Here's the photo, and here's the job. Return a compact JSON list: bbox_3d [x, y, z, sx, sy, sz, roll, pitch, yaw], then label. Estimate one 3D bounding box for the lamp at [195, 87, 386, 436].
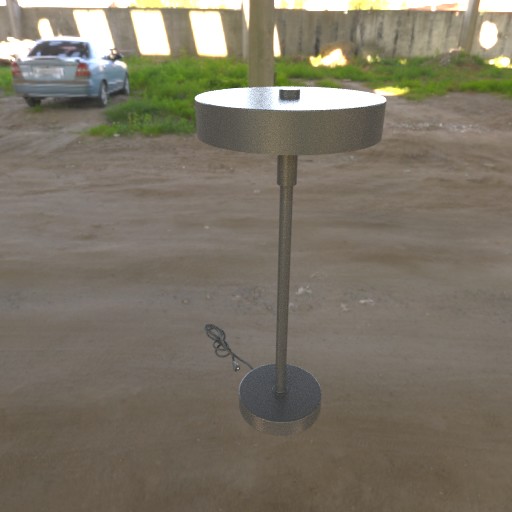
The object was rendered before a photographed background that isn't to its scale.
[{"bbox_3d":[0.000,0.000,0.700,0.229,0.508,0.369,-17,31,-31],"label":"lamp"}]
